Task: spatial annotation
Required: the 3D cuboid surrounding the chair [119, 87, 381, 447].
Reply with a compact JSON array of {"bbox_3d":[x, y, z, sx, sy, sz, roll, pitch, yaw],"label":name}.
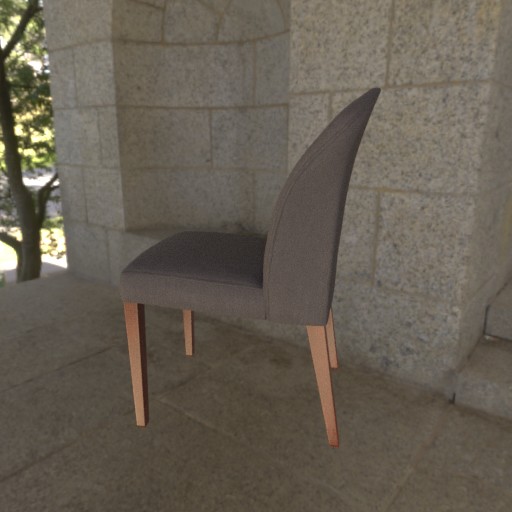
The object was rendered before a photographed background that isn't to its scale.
[{"bbox_3d":[0.000,0.000,1.255,0.619,0.879,0.506,3,15,9],"label":"chair"}]
